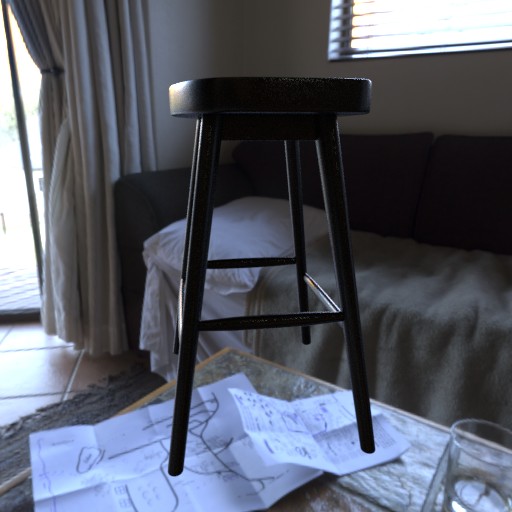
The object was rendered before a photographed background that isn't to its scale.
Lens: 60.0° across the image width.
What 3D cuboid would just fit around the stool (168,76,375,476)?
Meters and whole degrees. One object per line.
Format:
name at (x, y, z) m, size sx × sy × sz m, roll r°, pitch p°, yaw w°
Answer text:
stool at (0.000, 0.000, 0.871) m, size 0.361 × 0.615 × 0.440 m, roll -2°, pitch 16°, yaw -9°
